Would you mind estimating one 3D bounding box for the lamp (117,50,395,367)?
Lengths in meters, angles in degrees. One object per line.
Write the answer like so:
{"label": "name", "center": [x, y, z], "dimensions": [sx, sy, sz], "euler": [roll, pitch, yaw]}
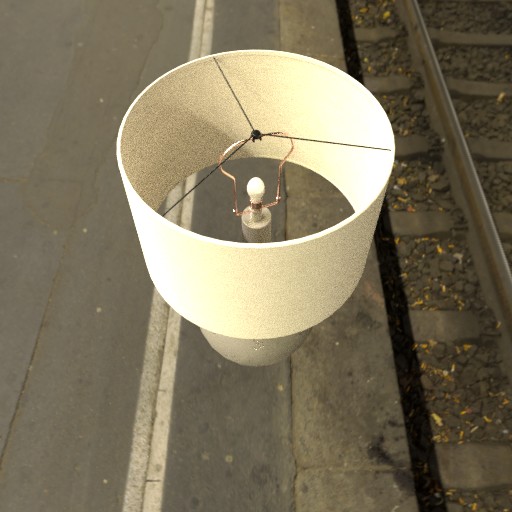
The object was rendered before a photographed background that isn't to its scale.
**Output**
{"label": "lamp", "center": [0.000, 0.000, 0.714], "dimensions": [0.330, 0.521, 0.330], "euler": [0, 58, 0]}
